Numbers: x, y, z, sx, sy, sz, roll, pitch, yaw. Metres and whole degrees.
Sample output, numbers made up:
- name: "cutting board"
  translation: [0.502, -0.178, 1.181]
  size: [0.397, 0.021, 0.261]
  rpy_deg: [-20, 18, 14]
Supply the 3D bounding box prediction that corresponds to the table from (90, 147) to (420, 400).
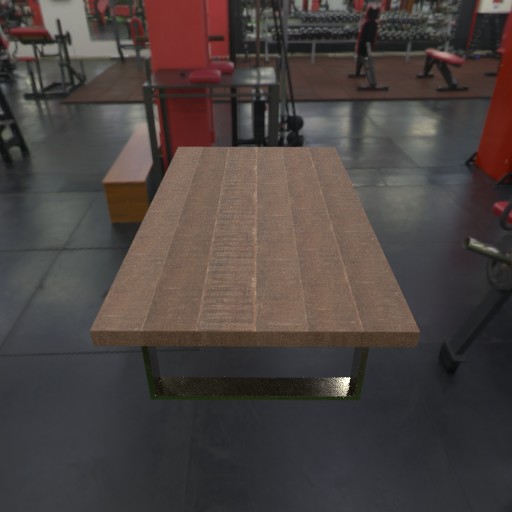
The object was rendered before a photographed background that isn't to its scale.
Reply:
- name: "table"
  translation: [0.000, 0.000, 1.781]
  size: [0.800, 0.440, 1.400]
  rpy_deg: [0, 32, 0]
